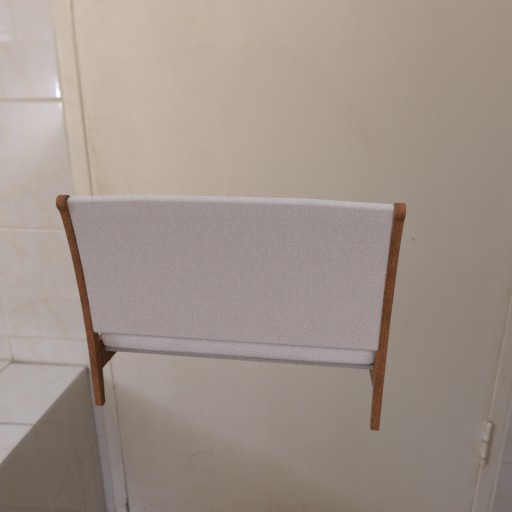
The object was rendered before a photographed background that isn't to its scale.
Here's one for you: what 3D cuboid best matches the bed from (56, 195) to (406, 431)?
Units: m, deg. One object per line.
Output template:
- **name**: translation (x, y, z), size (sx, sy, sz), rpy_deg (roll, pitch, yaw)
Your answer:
- **bed**: translation (0.000, 0.000, 2.961), size (1.502, 1.135, 2.108), rpy_deg (2, 17, 8)
